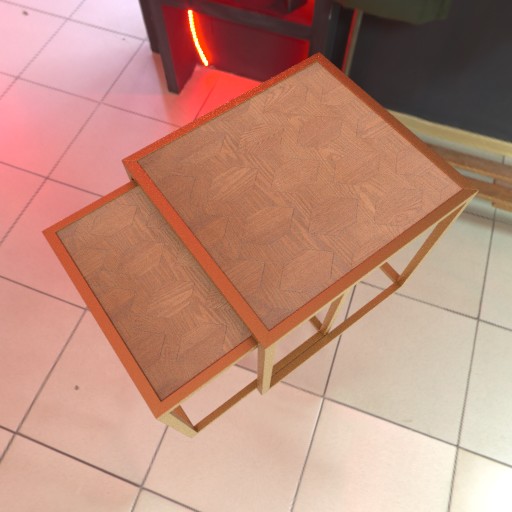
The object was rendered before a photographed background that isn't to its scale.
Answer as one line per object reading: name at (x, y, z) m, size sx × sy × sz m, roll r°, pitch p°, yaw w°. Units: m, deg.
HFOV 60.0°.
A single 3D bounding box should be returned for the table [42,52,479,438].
table at (0.000, 0.000, 1.115) m, size 0.762 × 0.505 × 0.505 m, roll -34°, pitch 69°, yaw -15°
